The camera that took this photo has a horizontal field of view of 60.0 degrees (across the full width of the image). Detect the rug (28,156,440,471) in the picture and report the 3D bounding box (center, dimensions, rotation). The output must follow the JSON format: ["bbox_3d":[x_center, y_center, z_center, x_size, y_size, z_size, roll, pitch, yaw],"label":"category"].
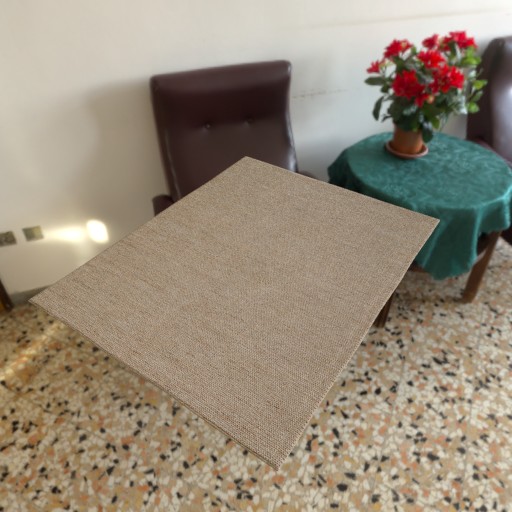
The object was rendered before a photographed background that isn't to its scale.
[{"bbox_3d":[0.000,0.000,4.030,2.406,0.012,3.034,24,45,26],"label":"rug"}]
